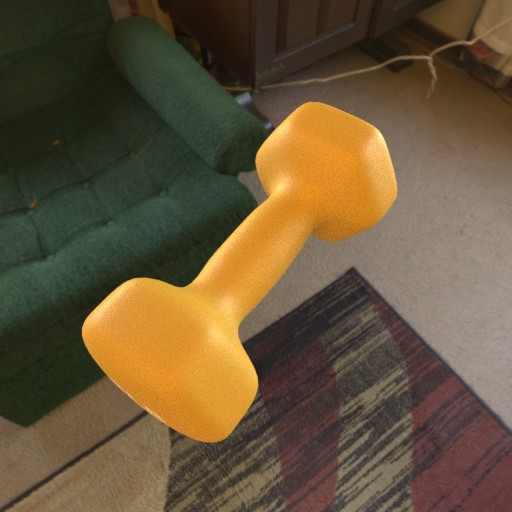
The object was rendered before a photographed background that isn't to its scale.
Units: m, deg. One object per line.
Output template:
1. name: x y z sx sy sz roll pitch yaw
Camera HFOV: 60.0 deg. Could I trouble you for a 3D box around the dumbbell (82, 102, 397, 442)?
1. dumbbell: 0.000 0.000 0.242 0.090 0.082 0.190 32 63 19
